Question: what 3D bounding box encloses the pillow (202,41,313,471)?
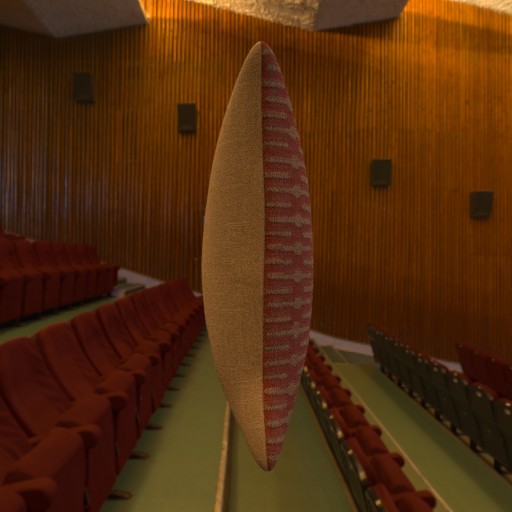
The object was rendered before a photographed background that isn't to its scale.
[{"bbox_3d":[0.000,0.000,0.767,0.182,0.503,0.511,0,0,-2],"label":"pillow"}]
